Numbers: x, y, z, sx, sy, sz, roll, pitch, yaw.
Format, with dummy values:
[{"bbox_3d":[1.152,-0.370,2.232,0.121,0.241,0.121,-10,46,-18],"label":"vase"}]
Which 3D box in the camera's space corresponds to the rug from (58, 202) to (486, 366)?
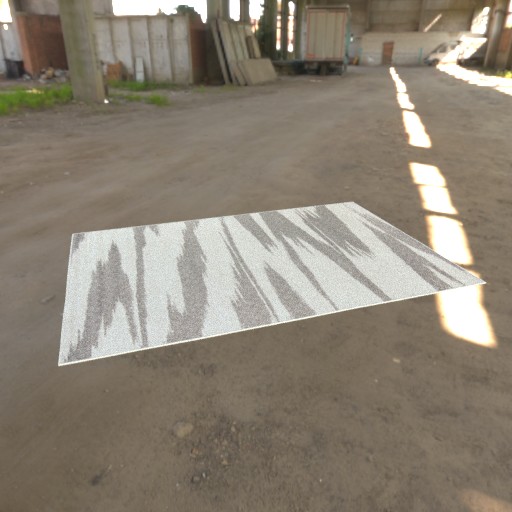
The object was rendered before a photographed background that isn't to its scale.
[{"bbox_3d":[0.000,0.000,2.291,1.827,0.008,1.225,-8,27,-17],"label":"rug"}]
